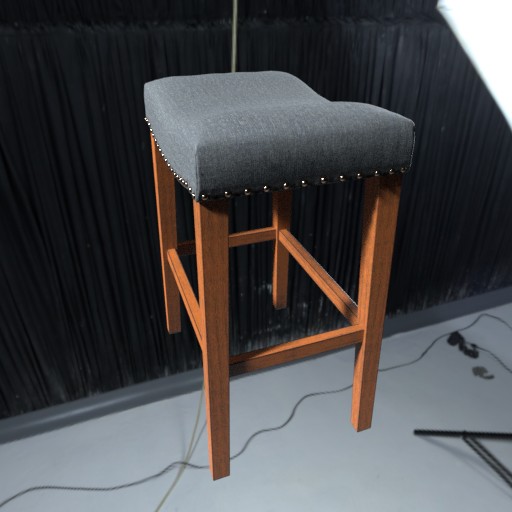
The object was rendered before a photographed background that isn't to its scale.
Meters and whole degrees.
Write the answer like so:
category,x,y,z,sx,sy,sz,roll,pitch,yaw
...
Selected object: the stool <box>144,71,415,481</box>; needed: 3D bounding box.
category,x,y,z,sx,sy,sz,roll,pitch,yaw
stool,0.000,0.000,0.845,0.320,0.612,0.439,-11,32,-17
